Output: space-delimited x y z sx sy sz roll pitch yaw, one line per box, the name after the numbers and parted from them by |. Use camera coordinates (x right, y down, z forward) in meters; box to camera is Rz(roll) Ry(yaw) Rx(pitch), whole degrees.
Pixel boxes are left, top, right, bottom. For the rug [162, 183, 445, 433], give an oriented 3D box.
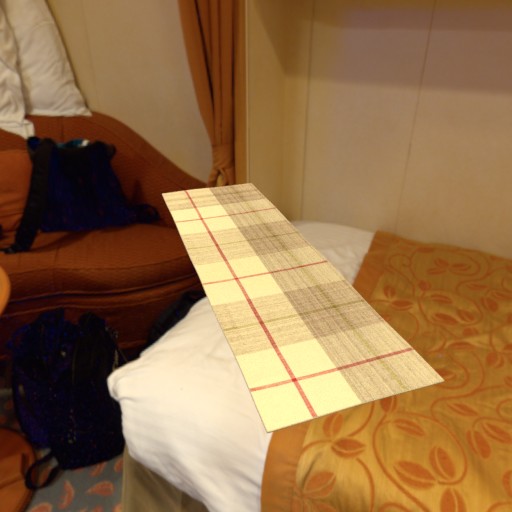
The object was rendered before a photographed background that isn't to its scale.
0.000 0.000 2.678 0.762 0.013 2.439 -10 31 -17 | rug
